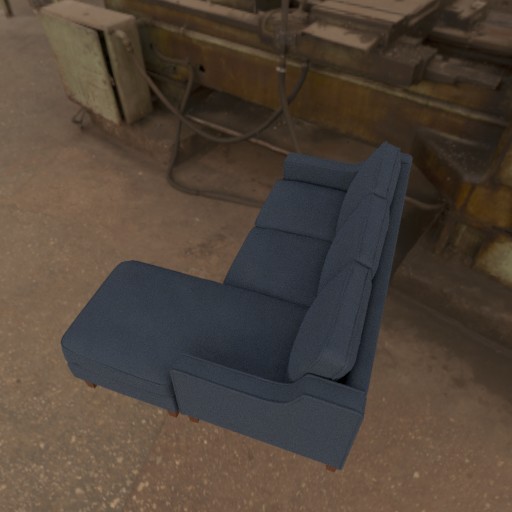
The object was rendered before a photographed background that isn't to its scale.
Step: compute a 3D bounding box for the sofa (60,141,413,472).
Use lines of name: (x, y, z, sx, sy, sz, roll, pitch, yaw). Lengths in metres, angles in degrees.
sofa: (0.000, 0.000, 3.247, 1.858, 1.066, 2.317, 14, 47, 13)
